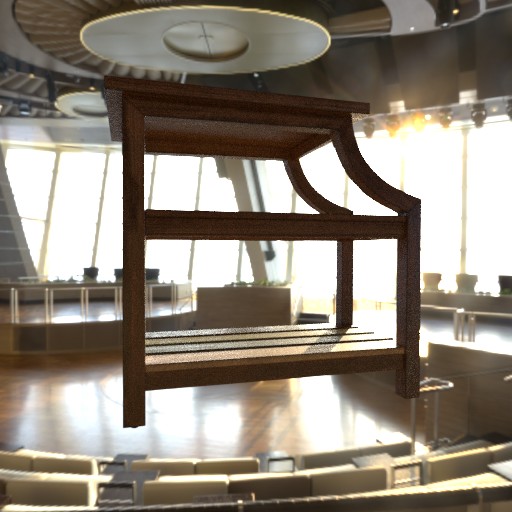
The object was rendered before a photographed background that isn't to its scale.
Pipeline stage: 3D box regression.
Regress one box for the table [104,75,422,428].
[{"bbox_3d":[0.000,0.000,0.967,0.609,0.584,0.356,0,1,-16],"label":"table"}]
